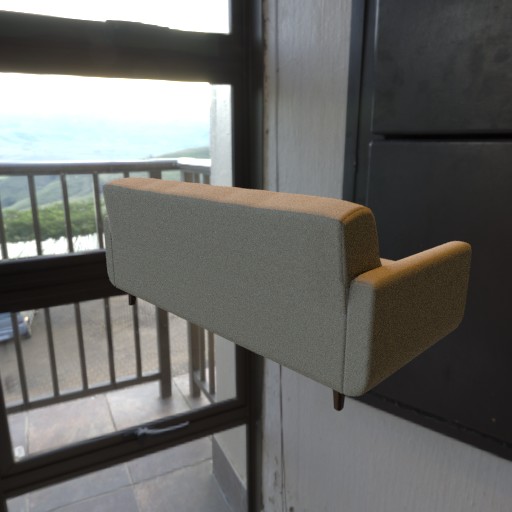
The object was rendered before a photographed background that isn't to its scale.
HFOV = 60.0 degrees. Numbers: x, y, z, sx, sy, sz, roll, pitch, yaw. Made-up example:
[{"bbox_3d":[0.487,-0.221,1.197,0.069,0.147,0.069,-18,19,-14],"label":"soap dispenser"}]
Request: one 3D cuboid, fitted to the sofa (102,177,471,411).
[{"bbox_3d":[0.000,0.000,2.668,0.980,0.892,2.137,-14,20,-43],"label":"sofa"}]
